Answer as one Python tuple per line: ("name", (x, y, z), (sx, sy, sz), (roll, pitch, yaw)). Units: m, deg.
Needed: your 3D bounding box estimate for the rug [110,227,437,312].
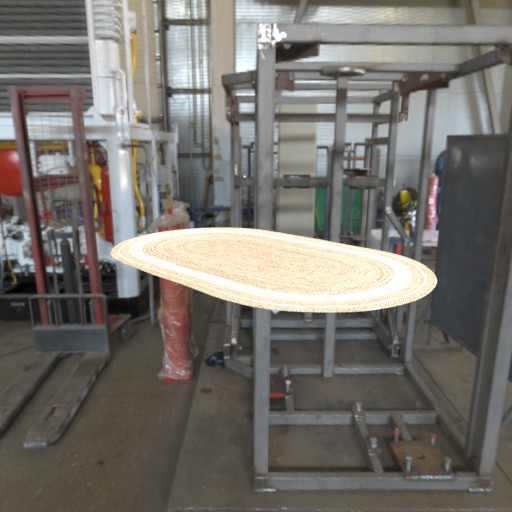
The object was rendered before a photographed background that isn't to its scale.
("rug", (0.000, 0.000, 3.114), (2.432, 0.006, 1.520), (13, 19, 43))
